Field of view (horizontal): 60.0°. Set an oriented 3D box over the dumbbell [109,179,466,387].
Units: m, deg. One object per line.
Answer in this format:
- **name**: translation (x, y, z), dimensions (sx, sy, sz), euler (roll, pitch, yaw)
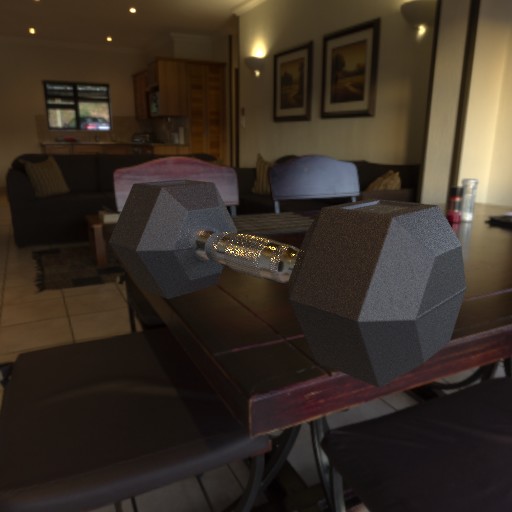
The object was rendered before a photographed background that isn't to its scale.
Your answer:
- **dumbbell**: translation (0.000, 0.000, 0.322), dimensions (0.272, 0.092, 0.106), euler (14, 20, 42)
